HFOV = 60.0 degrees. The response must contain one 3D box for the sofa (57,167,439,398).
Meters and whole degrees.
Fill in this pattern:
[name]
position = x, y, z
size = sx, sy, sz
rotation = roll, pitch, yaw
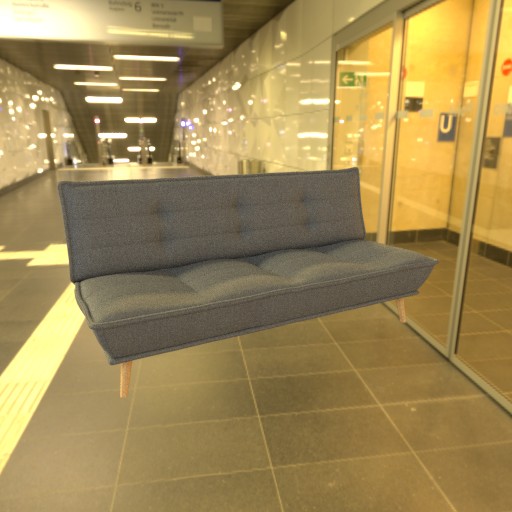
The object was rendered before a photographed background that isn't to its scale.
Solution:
[sofa]
position = 0.000, 0.000, 2.515
size = 1.940, 0.890, 0.950
rotation = -8, 18, -27
